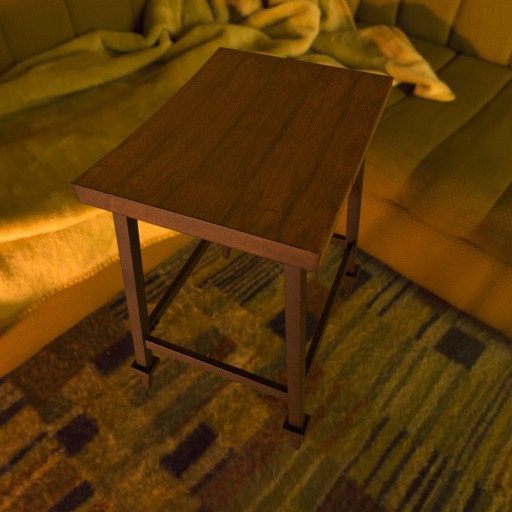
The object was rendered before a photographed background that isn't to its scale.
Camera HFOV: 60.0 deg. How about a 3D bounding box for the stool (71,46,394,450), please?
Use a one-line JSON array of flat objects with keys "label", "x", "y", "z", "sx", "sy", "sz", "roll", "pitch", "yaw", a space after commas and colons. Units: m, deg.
[{"label": "stool", "x": 0.000, "y": 0.000, "z": 0.926, "sx": 0.405, "sy": 0.625, "sz": 0.486, "roll": 17, "pitch": 50, "yaw": 15}]
